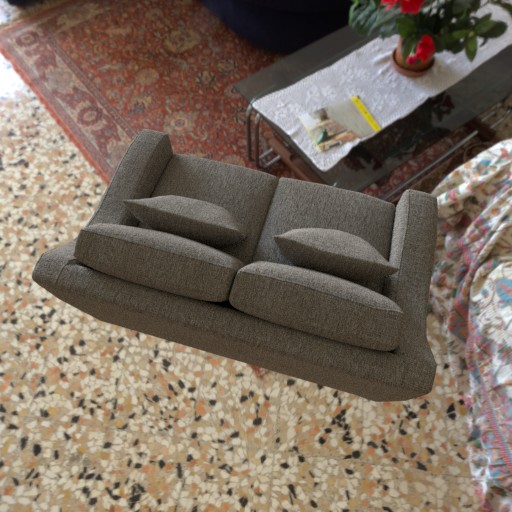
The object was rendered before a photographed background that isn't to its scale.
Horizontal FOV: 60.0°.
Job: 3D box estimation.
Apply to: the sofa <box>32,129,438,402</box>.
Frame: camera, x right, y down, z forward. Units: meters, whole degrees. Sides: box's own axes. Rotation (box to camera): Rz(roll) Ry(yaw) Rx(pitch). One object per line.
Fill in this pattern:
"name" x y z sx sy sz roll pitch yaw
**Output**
"sofa" 0.000 0.000 2.355 1.778 0.991 1.120 15 65 7
